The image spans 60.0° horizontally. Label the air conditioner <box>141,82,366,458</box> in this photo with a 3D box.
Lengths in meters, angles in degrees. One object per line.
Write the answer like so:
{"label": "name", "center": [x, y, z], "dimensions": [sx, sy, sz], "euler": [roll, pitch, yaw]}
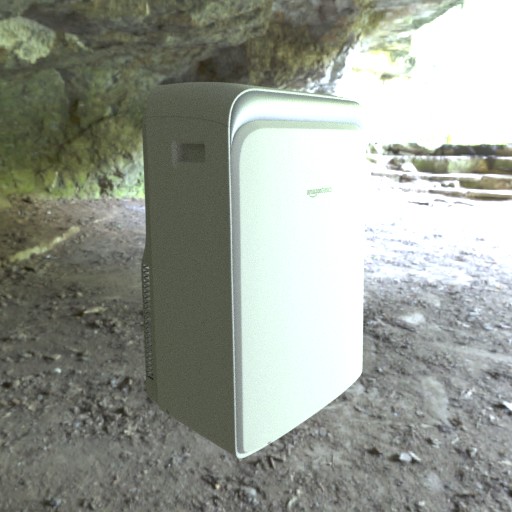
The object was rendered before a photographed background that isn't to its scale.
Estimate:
{"label": "air conditioner", "center": [0.000, 0.000, 0.978], "dimensions": [0.365, 0.700, 0.454], "euler": [14, 20, 42]}
